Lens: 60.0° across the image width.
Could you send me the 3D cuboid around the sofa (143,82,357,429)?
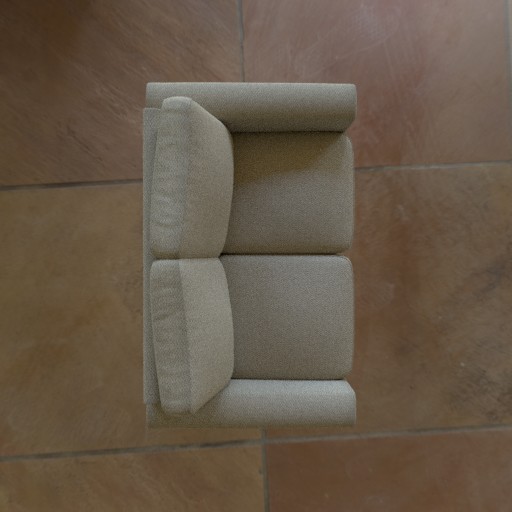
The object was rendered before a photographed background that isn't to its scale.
[{"bbox_3d":[0.000,0.000,2.181,1.016,0.873,1.616,0,90,-1],"label":"sofa"}]
